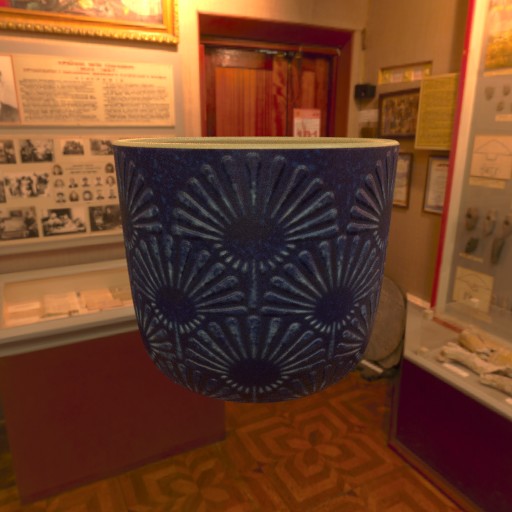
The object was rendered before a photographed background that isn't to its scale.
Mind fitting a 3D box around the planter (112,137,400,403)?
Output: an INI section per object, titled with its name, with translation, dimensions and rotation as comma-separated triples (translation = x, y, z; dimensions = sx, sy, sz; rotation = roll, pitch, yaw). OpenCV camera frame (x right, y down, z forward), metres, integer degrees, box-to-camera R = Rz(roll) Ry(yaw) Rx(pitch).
[planter]
translation = 0.000, 0.000, 0.215
dimensions = 0.124, 0.109, 0.124
rotation = 0, 16, 0
